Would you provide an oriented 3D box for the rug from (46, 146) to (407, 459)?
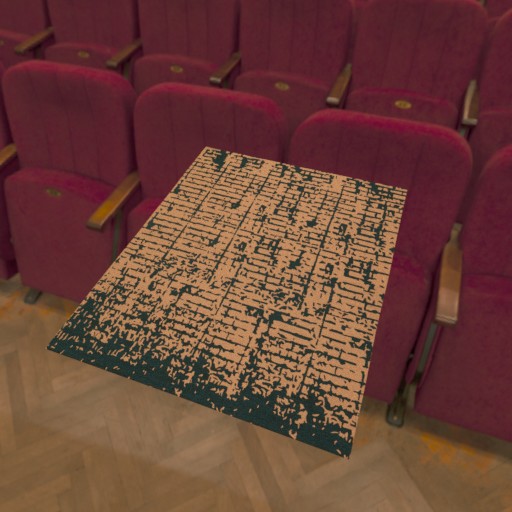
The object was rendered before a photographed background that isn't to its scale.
[{"bbox_3d":[0.000,0.000,4.162,2.416,0.014,3.017,15,49,14],"label":"rug"}]
